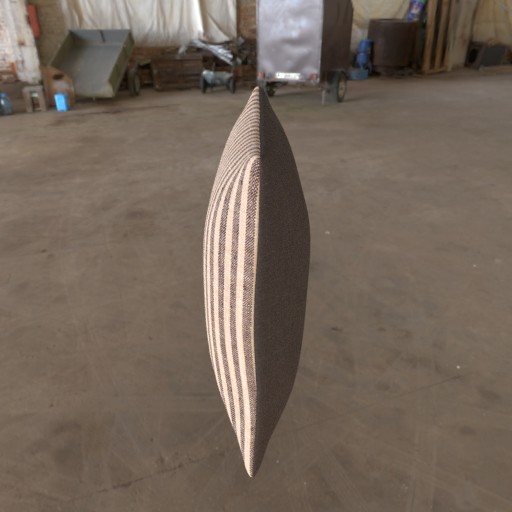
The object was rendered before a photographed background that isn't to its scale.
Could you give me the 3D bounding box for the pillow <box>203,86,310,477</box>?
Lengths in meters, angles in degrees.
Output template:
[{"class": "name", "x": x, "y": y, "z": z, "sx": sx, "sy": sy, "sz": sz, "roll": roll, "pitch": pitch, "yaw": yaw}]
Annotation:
[{"class": "pillow", "x": 0.000, "y": 0.000, "z": 0.790, "sx": 0.166, "sy": 0.506, "sz": 0.523, "roll": 0, "pitch": 29, "yaw": 0}]
